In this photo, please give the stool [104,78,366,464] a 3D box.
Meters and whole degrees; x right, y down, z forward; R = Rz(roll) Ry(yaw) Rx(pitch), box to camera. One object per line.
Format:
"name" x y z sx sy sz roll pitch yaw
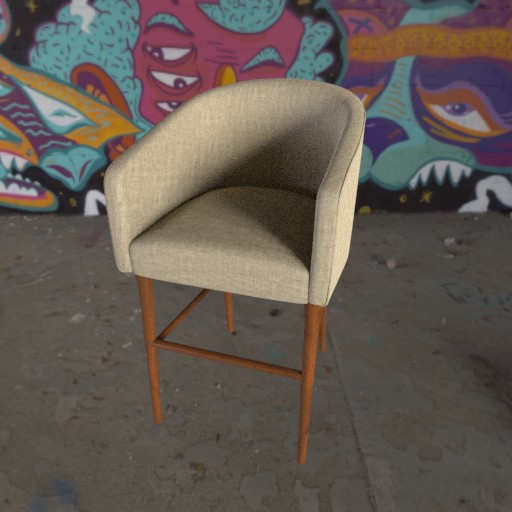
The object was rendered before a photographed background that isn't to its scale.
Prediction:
"stool" 0.000 0.000 1.333 0.559 0.952 0.635 8 27 17
